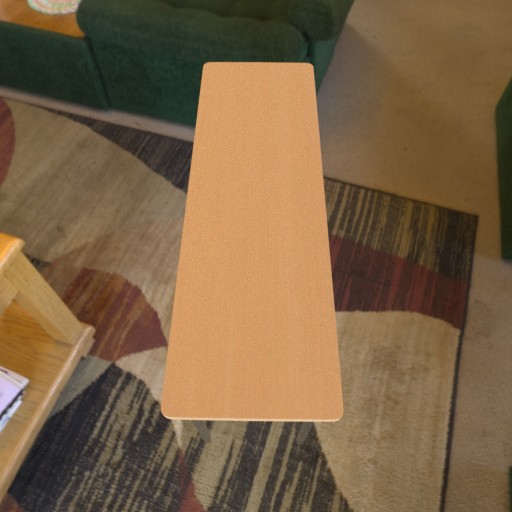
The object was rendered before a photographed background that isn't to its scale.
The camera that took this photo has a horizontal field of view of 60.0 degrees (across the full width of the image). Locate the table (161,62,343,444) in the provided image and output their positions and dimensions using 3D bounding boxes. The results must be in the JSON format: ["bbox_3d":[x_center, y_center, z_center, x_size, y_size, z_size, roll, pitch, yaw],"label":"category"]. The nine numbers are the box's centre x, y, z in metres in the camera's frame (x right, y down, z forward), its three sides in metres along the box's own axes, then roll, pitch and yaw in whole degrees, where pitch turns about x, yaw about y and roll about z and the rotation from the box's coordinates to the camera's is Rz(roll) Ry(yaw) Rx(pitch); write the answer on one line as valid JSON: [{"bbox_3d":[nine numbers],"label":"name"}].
[{"bbox_3d":[0.000,0.000,1.754,0.446,0.750,1.397,1,58,0],"label":"table"}]
